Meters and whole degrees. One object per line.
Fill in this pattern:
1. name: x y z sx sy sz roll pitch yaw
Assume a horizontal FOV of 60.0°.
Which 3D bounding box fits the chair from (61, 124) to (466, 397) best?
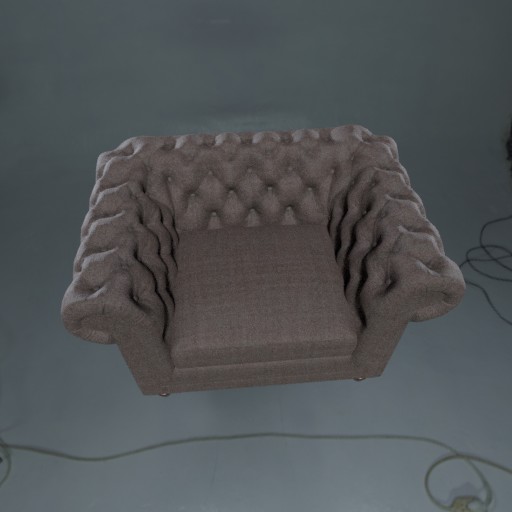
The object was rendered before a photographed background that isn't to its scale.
1. chair: 0.000 0.000 1.893 1.298 0.780 0.945 -4 48 -3
